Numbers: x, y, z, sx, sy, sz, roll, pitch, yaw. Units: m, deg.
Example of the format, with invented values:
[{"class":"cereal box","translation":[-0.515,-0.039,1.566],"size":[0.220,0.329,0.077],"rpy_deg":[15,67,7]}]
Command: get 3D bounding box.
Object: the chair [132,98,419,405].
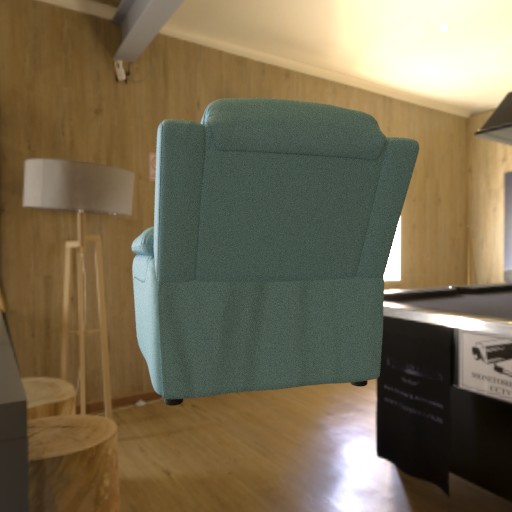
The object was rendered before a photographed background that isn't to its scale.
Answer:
[{"class":"chair","translation":[0.000,0.000,1.274],"size":[0.680,0.702,0.709],"rpy_deg":[0,1,-17]}]
